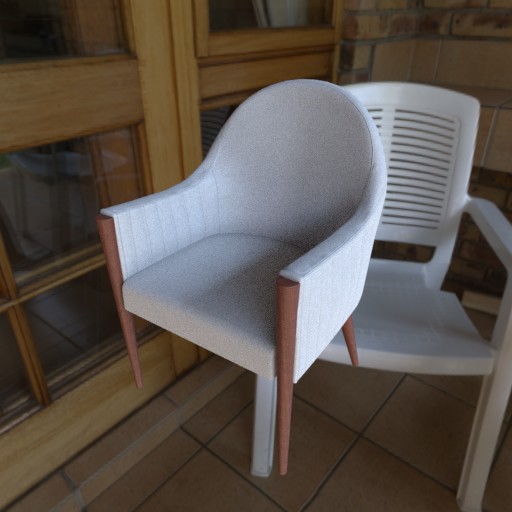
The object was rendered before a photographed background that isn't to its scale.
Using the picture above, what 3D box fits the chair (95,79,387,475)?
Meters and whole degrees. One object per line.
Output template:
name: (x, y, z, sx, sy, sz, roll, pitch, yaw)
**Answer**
chair: (0.000, 0.000, 1.281, 0.610, 0.889, 0.620, 18, 34, 29)
